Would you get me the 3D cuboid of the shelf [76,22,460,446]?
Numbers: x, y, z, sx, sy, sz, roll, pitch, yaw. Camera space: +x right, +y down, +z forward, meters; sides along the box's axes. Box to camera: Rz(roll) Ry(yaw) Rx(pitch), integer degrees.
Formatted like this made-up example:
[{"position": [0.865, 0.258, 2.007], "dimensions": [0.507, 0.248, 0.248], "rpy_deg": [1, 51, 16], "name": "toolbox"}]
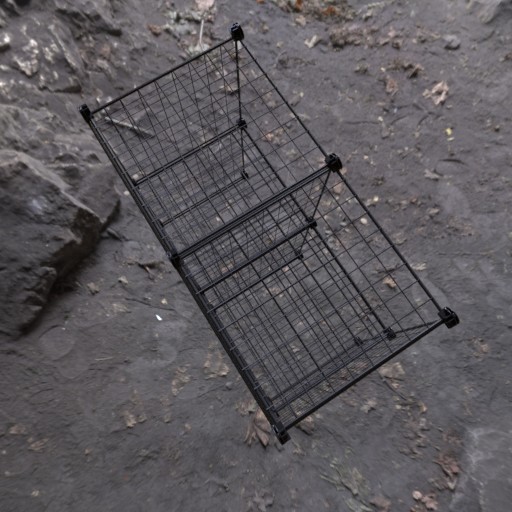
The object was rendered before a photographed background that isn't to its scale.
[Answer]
[{"position": [0.000, 0.000, 1.125], "dimensions": [0.356, 0.711, 0.711], "rpy_deg": [-32, 78, -8], "name": "shelf"}]
